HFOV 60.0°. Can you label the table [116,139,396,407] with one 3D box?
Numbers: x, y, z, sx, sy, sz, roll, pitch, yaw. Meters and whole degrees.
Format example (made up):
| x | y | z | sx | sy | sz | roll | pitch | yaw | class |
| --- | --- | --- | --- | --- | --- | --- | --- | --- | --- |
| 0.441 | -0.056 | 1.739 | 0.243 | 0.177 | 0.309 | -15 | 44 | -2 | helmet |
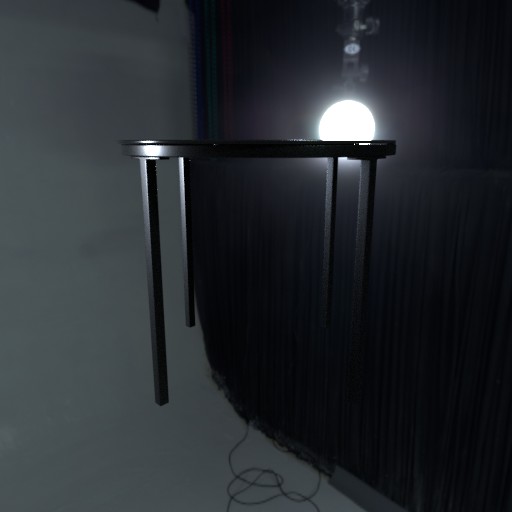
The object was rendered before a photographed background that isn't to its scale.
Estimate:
| x | y | z | sx | sy | sz | roll | pitch | yaw | class |
| --- | --- | --- | --- | --- | --- | --- | --- | --- | --- |
| 0.000 | 0.000 | 0.879 | 0.499 | 0.443 | 0.499 | 0 | 14 | 0 | table |
